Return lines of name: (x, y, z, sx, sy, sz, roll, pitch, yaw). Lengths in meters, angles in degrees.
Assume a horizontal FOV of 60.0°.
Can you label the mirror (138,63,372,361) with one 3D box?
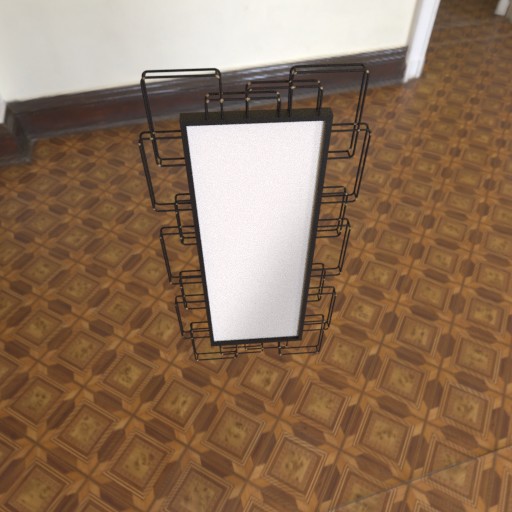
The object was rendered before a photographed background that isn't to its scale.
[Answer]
mirror: (0.000, 0.000, 1.399, 0.565, 1.192, 0.037, -3, 47, -3)
